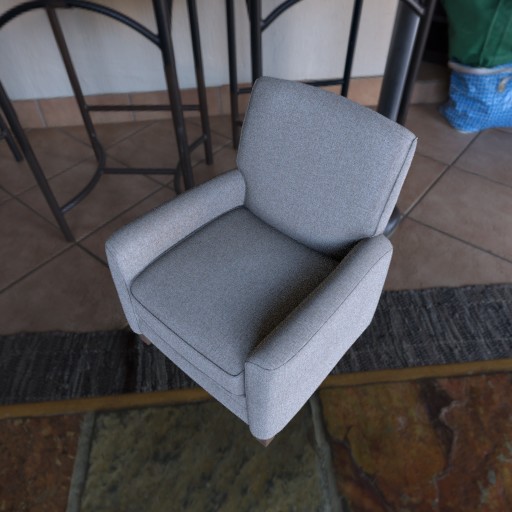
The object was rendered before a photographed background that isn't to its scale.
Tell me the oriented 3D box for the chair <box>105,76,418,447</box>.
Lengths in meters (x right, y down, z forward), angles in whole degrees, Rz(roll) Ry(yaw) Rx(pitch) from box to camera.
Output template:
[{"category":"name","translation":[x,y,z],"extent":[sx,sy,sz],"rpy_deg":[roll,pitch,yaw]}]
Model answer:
[{"category":"chair","translation":[0.000,0.000,1.692],"extent":[0.848,1.014,0.864],"rpy_deg":[32,54,27]}]
